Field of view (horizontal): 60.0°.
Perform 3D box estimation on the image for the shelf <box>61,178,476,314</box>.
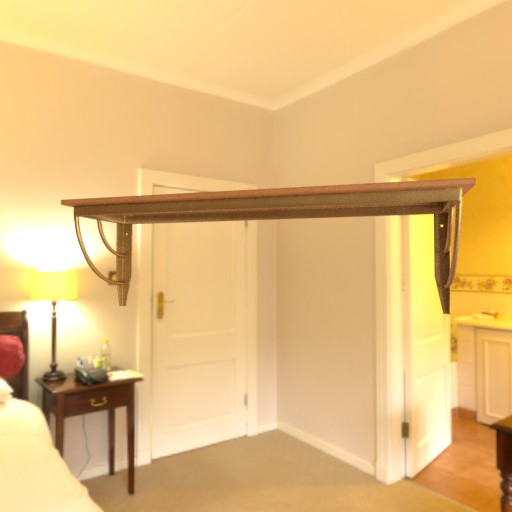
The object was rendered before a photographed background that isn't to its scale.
[{"bbox_3d":[0.000,0.000,0.733,0.636,0.190,0.166,-1,-2,16],"label":"shelf"}]
